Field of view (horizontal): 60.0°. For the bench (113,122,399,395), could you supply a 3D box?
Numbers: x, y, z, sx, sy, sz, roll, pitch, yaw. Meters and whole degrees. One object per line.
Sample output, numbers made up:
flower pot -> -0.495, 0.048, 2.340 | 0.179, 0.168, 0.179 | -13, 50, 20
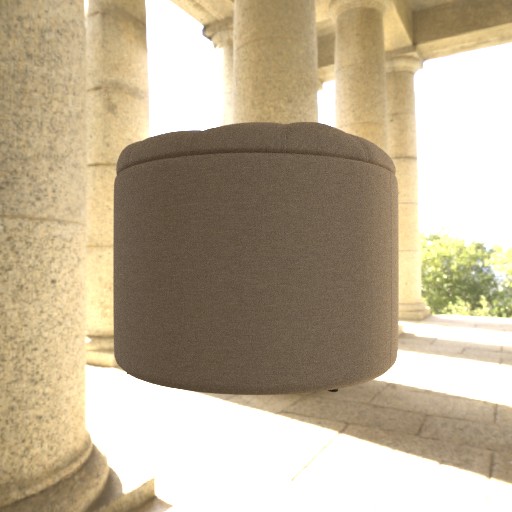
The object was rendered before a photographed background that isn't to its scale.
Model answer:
bench -> 0.000, 0.000, 0.980 | 0.600, 0.454, 0.600 | 0, -1, 0
